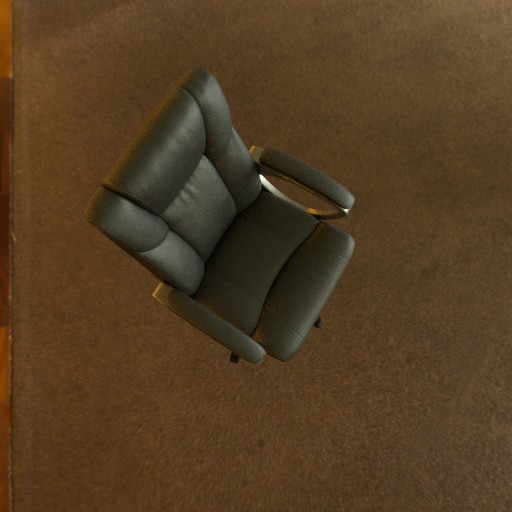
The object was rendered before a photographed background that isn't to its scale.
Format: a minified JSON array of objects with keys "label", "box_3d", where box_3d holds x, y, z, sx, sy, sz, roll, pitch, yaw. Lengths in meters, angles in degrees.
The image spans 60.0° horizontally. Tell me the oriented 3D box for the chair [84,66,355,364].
[{"label":"chair","box_3d":[0.000,0.000,1.582,0.719,1.130,0.721,32,77,8]}]
